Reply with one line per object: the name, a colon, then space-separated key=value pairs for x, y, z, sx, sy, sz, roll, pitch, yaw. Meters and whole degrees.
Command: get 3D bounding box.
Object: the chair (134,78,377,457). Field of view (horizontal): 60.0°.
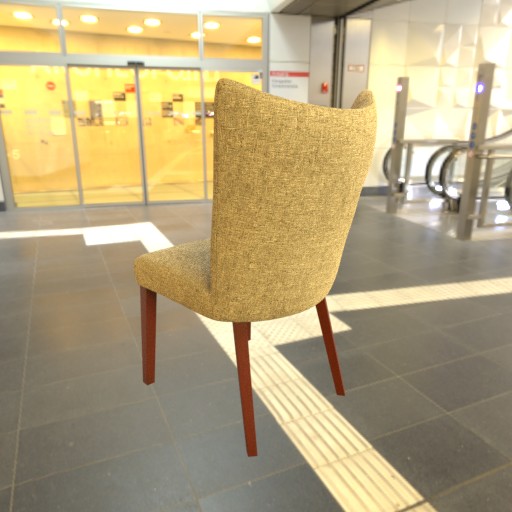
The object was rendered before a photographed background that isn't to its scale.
chair: x=0.000 y=0.000 z=1.301 sx=0.535 sy=0.924 sz=0.623 roll=-15 pitch=23 yaw=-41
